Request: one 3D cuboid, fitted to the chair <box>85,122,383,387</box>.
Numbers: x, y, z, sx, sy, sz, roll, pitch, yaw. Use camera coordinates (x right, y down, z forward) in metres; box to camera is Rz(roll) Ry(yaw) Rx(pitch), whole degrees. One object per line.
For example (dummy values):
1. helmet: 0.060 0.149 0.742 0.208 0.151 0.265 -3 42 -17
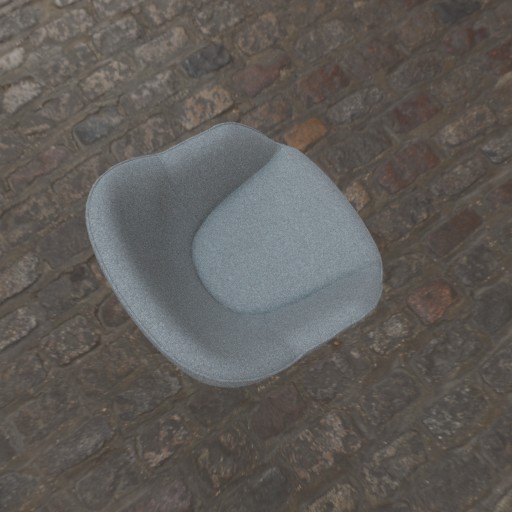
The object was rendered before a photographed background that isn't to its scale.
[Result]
1. chair: 0.000 0.000 1.212 0.611 0.810 0.589 -34 78 -8
